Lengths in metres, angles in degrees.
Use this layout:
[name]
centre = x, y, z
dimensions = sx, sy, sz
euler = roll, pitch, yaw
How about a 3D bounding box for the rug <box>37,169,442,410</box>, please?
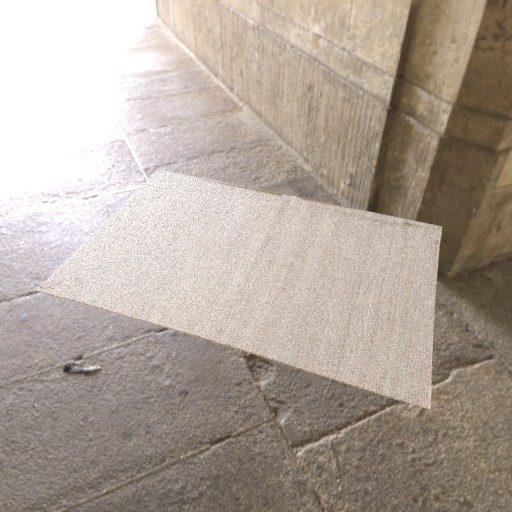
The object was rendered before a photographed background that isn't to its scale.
[rug]
centre = 0.000, 0.000, 2.305
dimensions = 1.820, 0.022, 1.179
euler = 14, 44, 15
